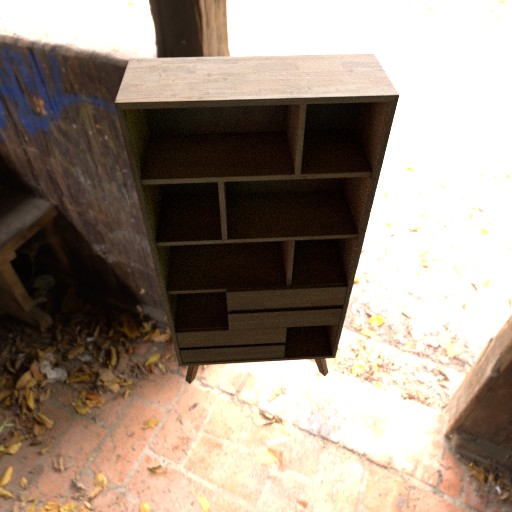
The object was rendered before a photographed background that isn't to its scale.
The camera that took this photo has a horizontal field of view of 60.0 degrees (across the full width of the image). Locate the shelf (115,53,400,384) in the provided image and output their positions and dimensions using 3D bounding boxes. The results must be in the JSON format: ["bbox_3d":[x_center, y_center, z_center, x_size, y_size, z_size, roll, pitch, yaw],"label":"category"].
[{"bbox_3d":[0.000,0.000,1.784,0.748,1.471,0.308,-2,46,-2],"label":"shelf"}]
